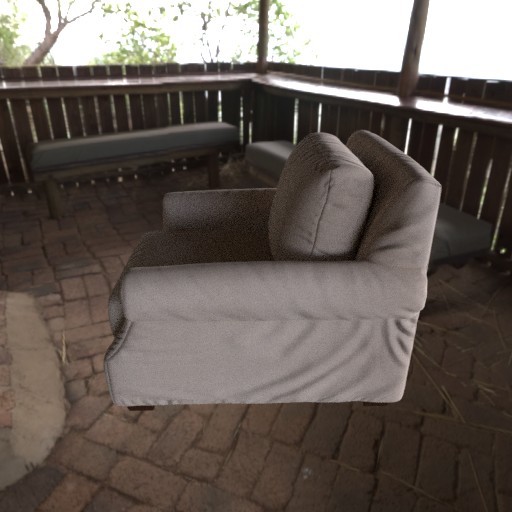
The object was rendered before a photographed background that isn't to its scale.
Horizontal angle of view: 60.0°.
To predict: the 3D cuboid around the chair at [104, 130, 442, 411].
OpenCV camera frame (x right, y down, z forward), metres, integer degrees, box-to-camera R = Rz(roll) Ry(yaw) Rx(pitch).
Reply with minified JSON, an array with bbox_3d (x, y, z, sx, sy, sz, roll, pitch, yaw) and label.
[{"bbox_3d":[0.000,0.000,1.743,1.066,0.866,0.940,-1,26,-1],"label":"chair"}]
